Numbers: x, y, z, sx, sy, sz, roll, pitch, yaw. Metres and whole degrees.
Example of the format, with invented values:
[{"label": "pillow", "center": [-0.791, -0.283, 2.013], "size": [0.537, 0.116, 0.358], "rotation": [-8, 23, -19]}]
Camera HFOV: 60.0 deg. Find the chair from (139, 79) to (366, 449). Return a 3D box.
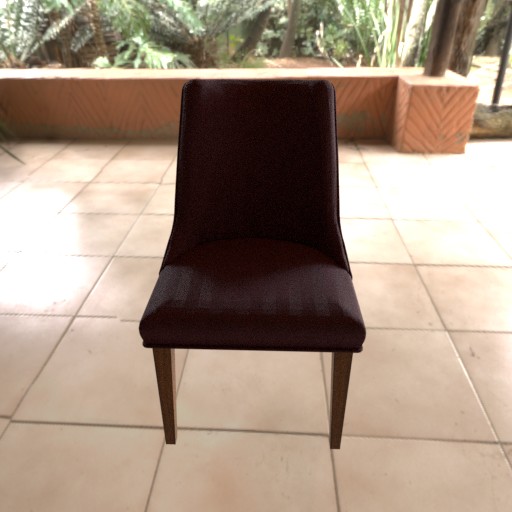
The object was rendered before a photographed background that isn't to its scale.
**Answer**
[{"label": "chair", "center": [0.000, 0.000, 1.312], "size": [0.548, 0.916, 0.638], "rotation": [1, 31, 2]}]
